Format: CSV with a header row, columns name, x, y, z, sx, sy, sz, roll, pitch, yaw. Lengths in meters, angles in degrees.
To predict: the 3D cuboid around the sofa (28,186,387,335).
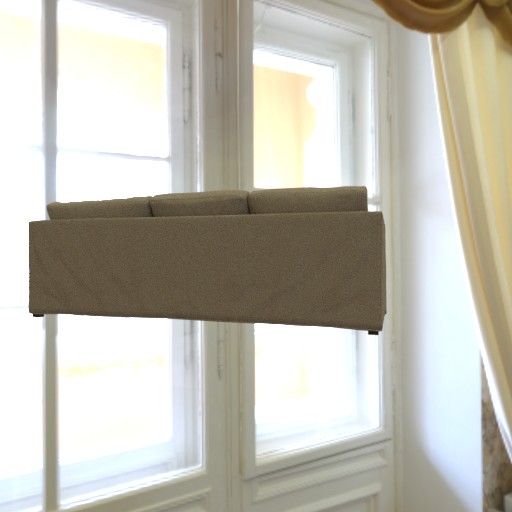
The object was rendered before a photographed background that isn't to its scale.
name,x,y,z,sx,sy,sz,roll,pitch,yaw
sofa,0.000,0.000,4.279,2.432,0.871,3.182,0,0,17
